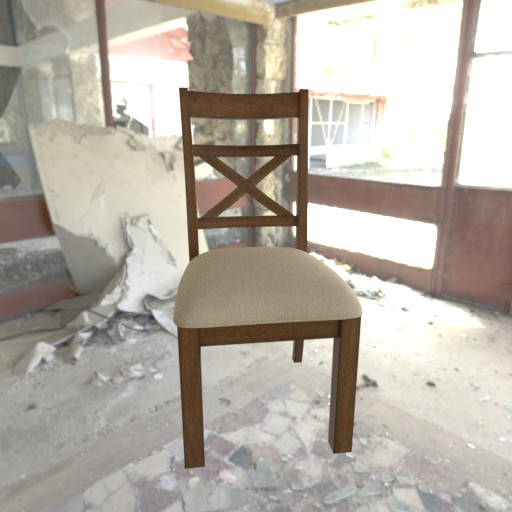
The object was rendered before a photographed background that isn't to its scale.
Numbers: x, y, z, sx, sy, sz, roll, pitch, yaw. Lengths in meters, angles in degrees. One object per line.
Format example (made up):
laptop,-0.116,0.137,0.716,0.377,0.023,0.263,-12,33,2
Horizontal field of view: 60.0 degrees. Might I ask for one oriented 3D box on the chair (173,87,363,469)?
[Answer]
chair,0.000,0.000,1.279,0.461,0.949,0.581,-2,16,-8
